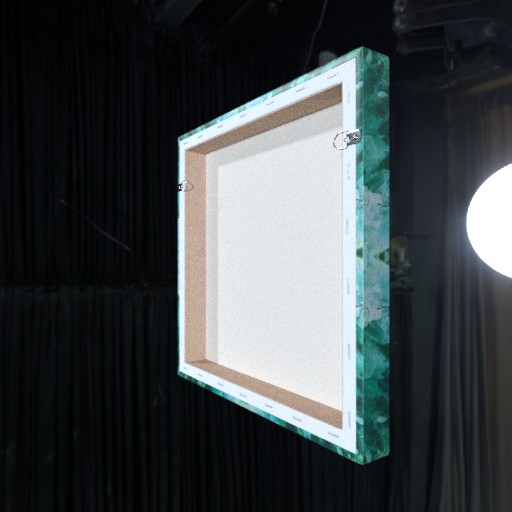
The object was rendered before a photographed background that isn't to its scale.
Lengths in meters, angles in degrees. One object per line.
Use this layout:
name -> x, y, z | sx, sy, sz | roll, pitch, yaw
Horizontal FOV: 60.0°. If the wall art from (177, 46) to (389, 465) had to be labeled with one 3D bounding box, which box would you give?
wall art -> 0.000, 0.000, 0.464 | 0.033, 0.313, 0.313 | 0, 0, -36
